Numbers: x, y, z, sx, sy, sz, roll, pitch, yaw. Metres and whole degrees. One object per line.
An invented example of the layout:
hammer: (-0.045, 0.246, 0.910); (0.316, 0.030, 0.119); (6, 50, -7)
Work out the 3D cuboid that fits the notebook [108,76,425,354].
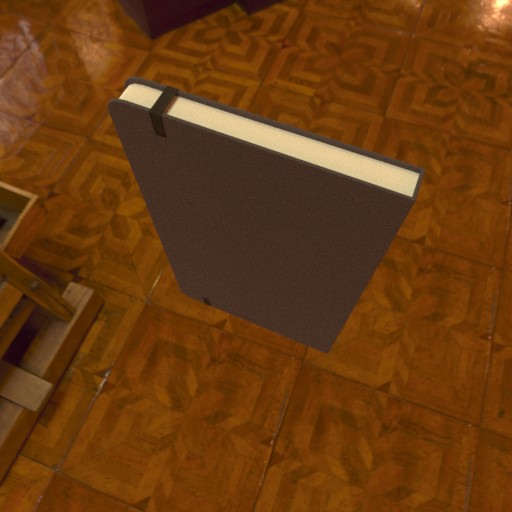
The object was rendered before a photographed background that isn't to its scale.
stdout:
notebook: (0.000, 0.000, 0.263); (0.127, 0.213, 0.016); (21, 65, 10)
